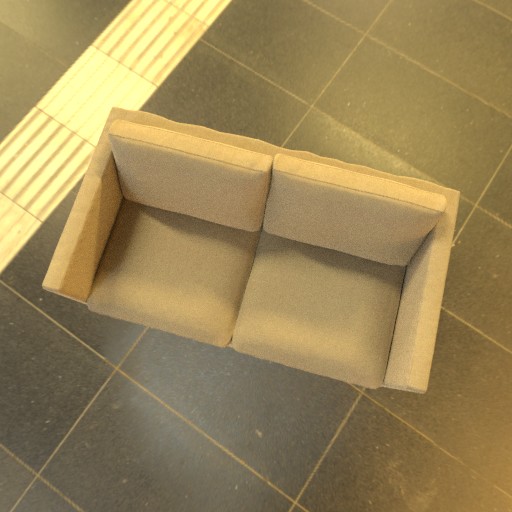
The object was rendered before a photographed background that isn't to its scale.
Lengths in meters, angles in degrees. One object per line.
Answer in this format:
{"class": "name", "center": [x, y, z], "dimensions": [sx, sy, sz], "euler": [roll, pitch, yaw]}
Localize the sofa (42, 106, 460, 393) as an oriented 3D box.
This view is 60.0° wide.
{"class": "sofa", "center": [0.000, 0.000, 2.241], "dimensions": [1.719, 0.835, 0.962], "euler": [15, 77, 4]}
